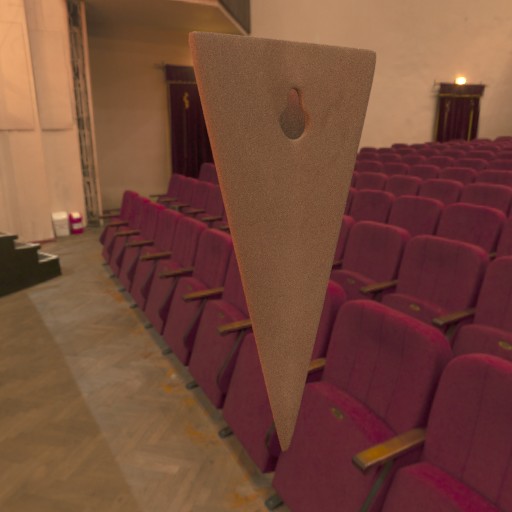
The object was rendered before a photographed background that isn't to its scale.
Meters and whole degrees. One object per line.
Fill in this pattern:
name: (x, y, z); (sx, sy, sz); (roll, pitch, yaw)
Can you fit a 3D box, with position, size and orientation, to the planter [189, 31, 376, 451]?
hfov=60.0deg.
planter: (0.000, 0.000, 0.267); (0.101, 0.224, 0.081); (-8, 18, -27)
